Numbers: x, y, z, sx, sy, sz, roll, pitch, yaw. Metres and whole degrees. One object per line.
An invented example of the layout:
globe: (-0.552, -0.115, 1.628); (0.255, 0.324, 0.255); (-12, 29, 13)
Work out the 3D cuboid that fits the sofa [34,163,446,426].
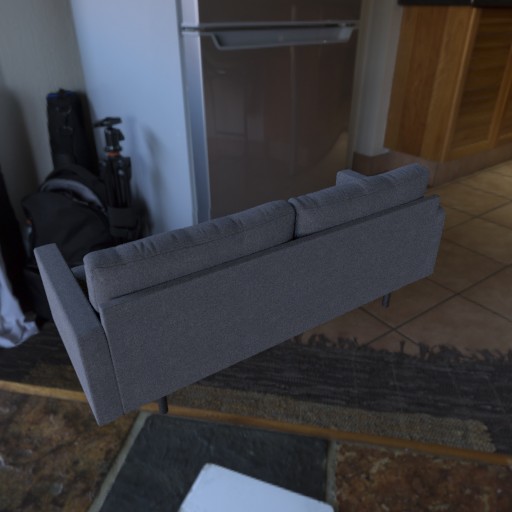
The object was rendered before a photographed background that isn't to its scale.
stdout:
sofa: (0.000, 0.000, 2.481); (2.100, 0.880, 0.880); (-18, 35, -28)
